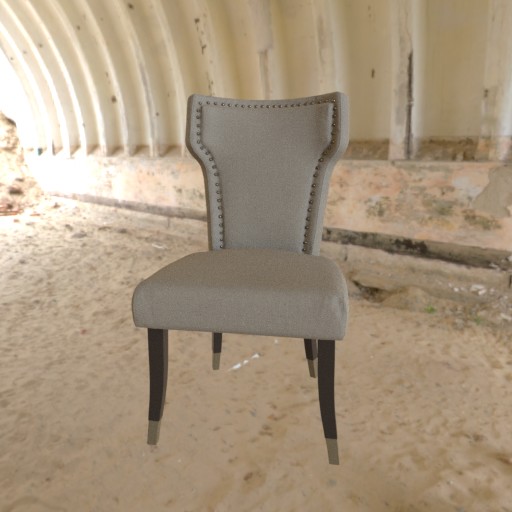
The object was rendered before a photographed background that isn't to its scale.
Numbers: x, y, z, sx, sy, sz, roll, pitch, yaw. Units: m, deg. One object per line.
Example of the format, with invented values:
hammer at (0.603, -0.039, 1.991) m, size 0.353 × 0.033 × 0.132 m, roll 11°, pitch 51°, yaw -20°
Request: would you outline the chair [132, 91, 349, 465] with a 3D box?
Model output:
chair at (0.000, 0.000, 1.310) m, size 0.526 × 0.955 × 0.630 m, roll 2°, pitch 14°, yaw 9°
